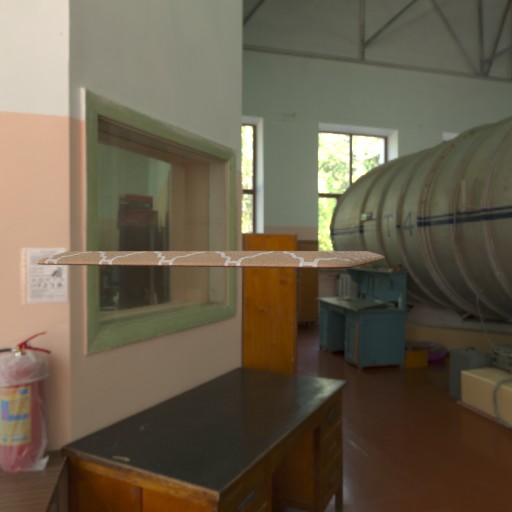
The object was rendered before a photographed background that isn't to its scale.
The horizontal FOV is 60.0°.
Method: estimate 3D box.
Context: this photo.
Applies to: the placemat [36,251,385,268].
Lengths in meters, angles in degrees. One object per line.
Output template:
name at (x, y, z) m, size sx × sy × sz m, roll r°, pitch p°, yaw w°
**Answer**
placemat at (0.000, 0.000, 0.977) m, size 0.508 × 0.021 × 0.762 m, roll 0°, pitch 1°, yaw 19°
